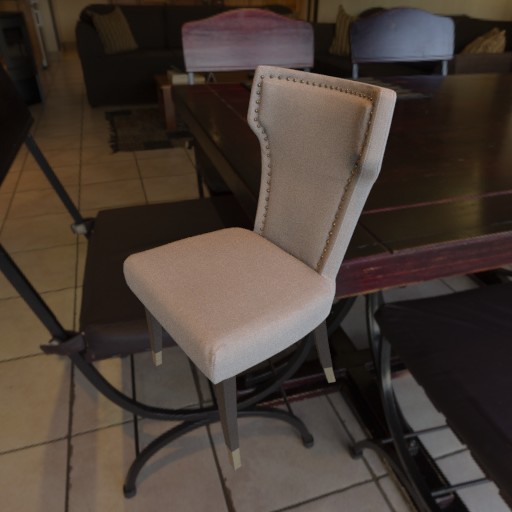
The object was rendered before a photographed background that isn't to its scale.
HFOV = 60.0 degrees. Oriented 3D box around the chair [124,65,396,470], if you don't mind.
[{"bbox_3d":[0.000,0.000,1.294,0.630,0.950,0.526,-21,37,-31],"label":"chair"}]
